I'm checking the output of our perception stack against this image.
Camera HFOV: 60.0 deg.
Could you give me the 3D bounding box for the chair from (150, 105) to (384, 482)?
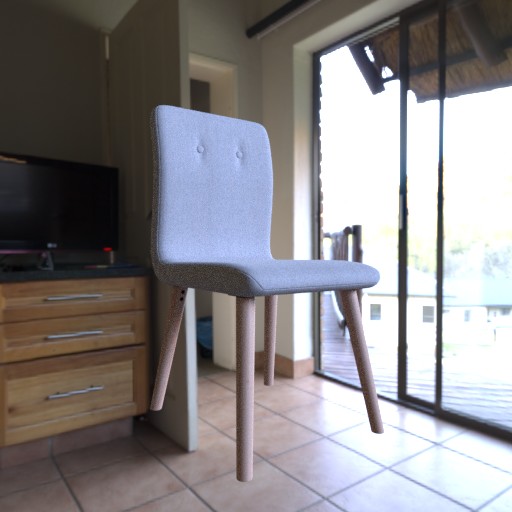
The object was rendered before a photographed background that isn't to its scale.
[{"bbox_3d":[0.000,0.000,1.208,0.435,0.885,0.550,-1,1,-34],"label":"chair"}]
